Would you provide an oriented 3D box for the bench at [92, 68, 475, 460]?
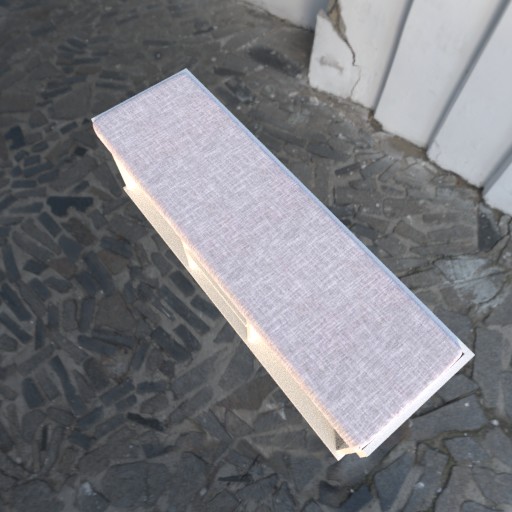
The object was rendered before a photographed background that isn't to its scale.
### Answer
[{"bbox_3d":[0.000,0.000,1.379,0.363,0.453,1.196,-35,69,-16],"label":"bench"}]
